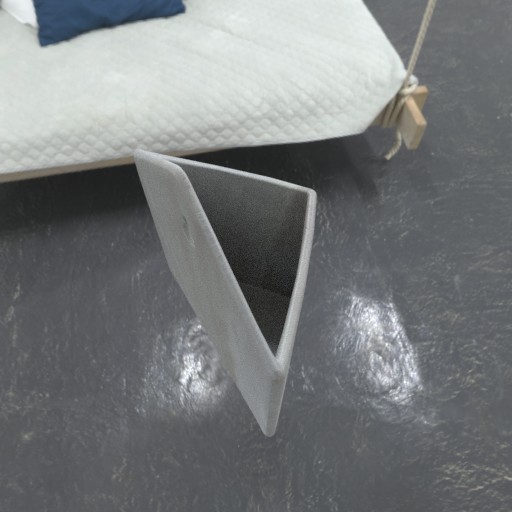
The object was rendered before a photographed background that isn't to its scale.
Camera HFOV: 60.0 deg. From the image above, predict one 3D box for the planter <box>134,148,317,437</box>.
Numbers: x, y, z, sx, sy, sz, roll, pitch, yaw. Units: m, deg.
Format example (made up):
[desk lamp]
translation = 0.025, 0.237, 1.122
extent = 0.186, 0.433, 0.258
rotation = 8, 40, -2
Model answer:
[planter]
translation = 0.000, 0.000, 0.273
extent = 0.080, 0.194, 0.163
rotation = -27, 62, -16
